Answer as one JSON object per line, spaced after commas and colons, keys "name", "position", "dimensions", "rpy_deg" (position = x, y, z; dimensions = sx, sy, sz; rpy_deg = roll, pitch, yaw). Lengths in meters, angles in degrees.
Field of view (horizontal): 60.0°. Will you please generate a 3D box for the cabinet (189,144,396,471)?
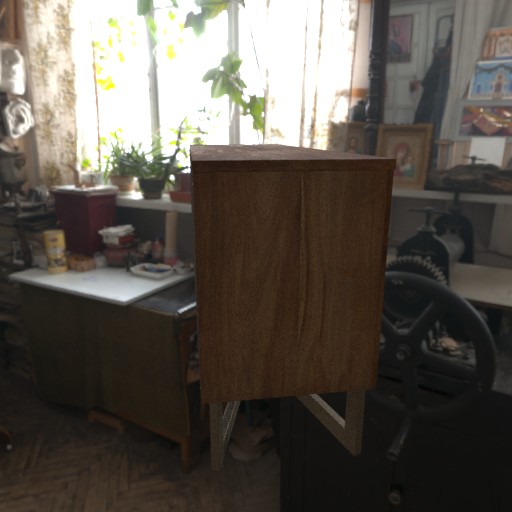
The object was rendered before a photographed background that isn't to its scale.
{"name": "cabinet", "position": [0.000, 0.000, 1.726], "dimensions": [0.480, 0.812, 1.373], "rpy_deg": [-2, 16, -8]}
